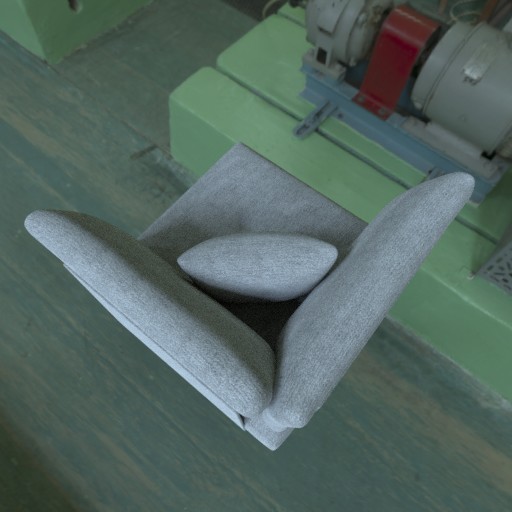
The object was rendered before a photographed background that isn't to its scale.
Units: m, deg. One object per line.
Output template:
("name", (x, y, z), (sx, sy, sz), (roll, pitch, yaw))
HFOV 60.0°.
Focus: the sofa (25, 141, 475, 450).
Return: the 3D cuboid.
("sofa", (0.000, 0.000, 1.682), (1.000, 0.820, 1.000), (36, 69, 16))
